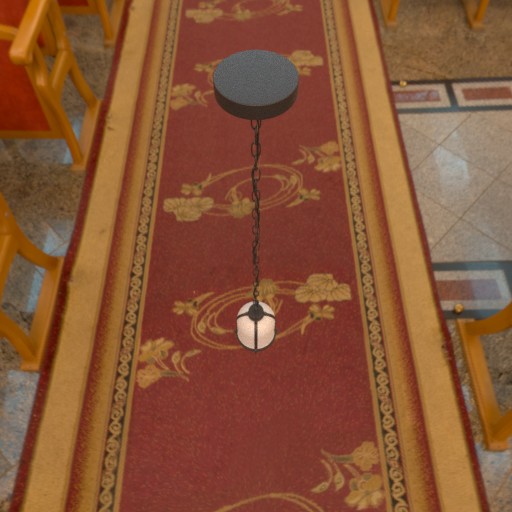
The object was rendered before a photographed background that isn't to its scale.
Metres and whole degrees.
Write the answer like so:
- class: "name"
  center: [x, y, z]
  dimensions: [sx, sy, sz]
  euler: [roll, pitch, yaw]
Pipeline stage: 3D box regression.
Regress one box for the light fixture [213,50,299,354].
- class: "light fixture"
  center: [0.000, 0.000, 1.253]
  dimensions: [0.178, 1.181, 0.178]
  euler: [0, 59, 0]
